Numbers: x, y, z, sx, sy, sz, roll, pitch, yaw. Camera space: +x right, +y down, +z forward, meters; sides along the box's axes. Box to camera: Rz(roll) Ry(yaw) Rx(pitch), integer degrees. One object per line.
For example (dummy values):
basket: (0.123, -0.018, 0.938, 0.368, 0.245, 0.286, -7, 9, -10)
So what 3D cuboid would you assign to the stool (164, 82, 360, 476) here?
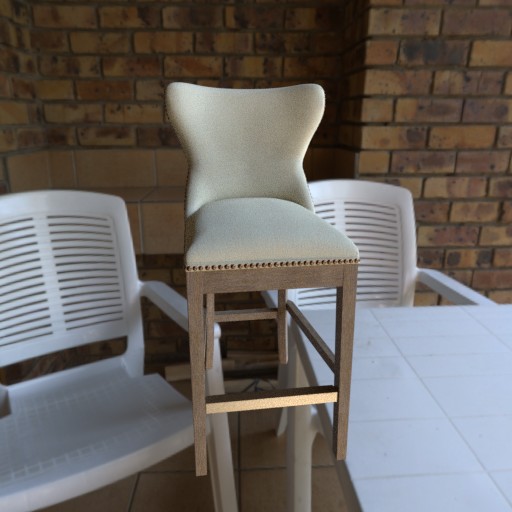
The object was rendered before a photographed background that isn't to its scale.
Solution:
stool: (0.000, 0.000, 1.305, 0.498, 0.981, 0.608, -3, 17, -8)
